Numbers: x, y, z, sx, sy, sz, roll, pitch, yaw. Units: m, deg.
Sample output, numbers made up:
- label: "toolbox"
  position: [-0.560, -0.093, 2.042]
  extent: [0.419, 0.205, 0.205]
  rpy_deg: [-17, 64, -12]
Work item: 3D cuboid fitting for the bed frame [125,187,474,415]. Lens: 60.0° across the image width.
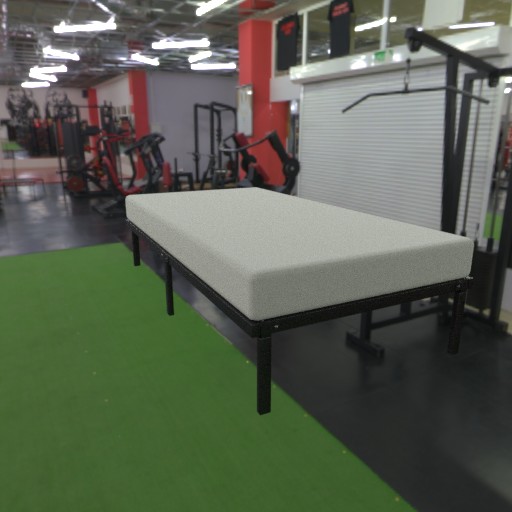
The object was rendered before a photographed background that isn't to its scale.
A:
- label: "bed frame"
  position: [0.000, 0.000, 3.315]
  extent: [1.393, 0.680, 2.635]
  rpy_deg: [-8, 17, -26]
